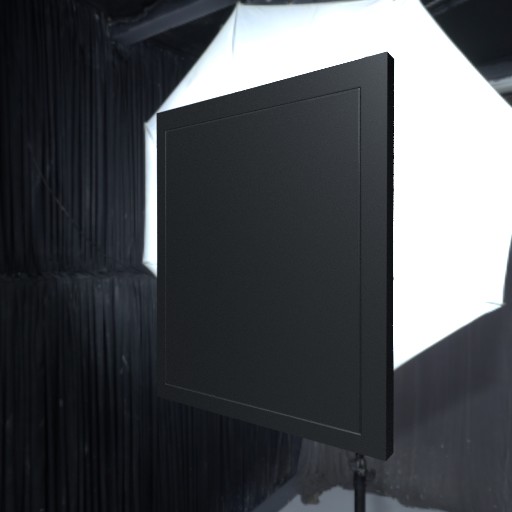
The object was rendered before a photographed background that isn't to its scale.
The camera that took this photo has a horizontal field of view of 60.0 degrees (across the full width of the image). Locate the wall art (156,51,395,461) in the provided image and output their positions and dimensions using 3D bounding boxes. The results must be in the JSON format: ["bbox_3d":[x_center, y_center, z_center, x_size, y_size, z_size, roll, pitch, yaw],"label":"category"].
[{"bbox_3d":[0.000,0.000,0.750,0.461,0.558,0.031,0,1,36],"label":"wall art"}]
